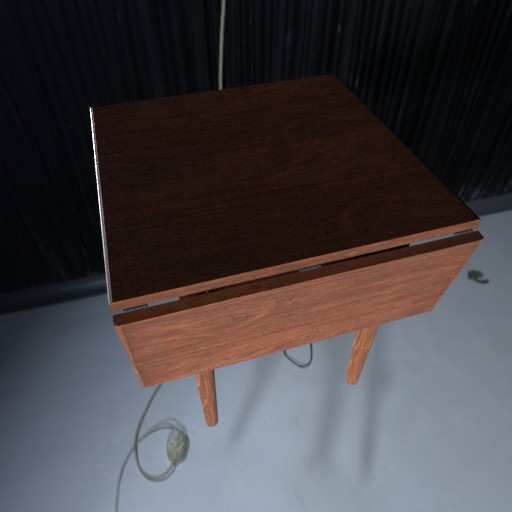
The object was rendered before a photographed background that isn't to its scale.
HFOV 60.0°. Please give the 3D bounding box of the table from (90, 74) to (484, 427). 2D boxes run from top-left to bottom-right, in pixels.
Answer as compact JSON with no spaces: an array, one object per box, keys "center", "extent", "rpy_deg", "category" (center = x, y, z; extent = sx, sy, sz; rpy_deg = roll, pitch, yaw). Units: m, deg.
[{"center":[0.000,0.000,1.437],"extent":[0.812,0.763,0.843],"rpy_deg":[-12,47,-12],"category":"table"}]
